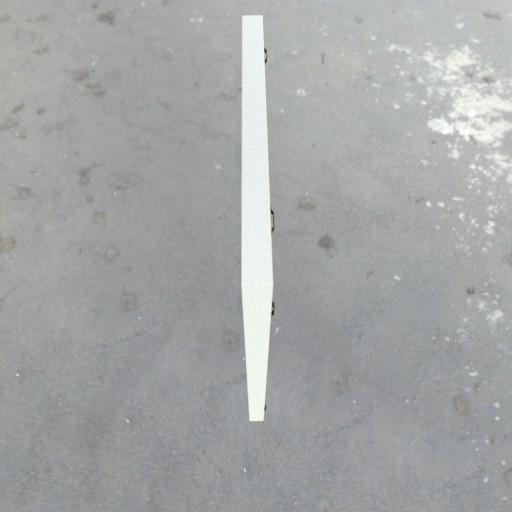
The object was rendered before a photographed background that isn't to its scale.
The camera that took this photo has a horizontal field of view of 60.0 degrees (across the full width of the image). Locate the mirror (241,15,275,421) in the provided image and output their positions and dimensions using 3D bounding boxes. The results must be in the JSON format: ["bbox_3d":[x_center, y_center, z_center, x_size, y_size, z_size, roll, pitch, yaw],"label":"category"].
[{"bbox_3d":[0.000,0.000,0.910,0.039,0.710,0.507,-1,58,0],"label":"mirror"}]
